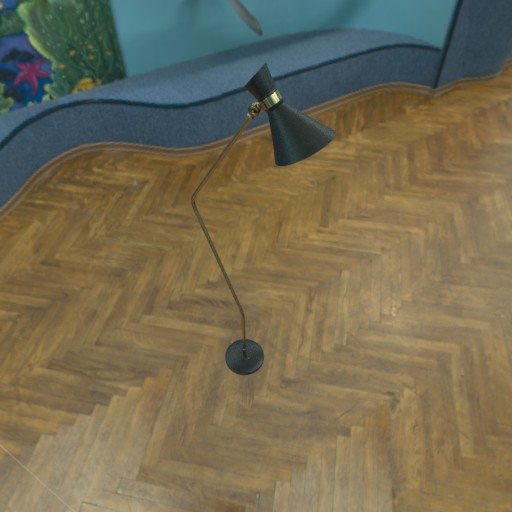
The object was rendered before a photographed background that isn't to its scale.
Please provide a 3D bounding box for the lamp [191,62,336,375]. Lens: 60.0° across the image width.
[{"bbox_3d":[0.000,0.000,1.620,0.277,1.438,0.467,-24,51,-21],"label":"lamp"}]
